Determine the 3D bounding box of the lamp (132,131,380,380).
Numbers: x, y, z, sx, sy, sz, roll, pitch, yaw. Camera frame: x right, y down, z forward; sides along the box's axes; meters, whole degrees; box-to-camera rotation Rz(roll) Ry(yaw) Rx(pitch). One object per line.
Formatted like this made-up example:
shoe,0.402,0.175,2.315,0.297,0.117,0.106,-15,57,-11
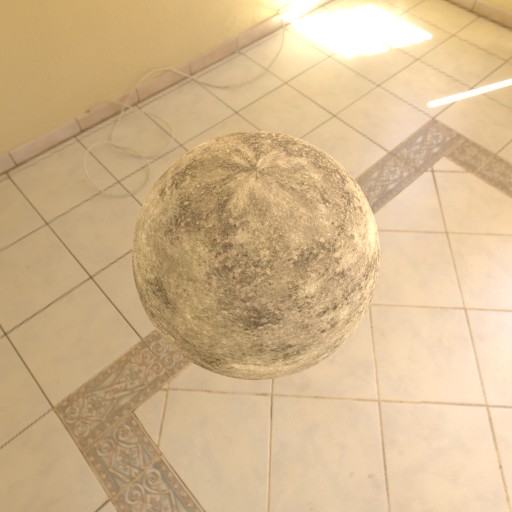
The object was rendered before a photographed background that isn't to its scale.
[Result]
lamp,0.000,0.000,0.783,0.422,0.429,0.422,0,58,0
